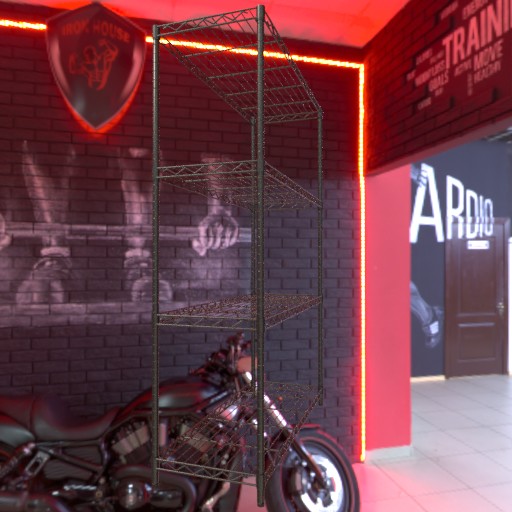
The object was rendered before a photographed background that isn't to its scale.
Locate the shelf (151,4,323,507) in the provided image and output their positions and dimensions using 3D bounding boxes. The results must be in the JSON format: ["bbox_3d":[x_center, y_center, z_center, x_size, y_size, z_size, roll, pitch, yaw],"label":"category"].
[{"bbox_3d":[0.000,0.000,1.678,0.352,1.361,0.907,0,-1,19],"label":"shelf"}]
